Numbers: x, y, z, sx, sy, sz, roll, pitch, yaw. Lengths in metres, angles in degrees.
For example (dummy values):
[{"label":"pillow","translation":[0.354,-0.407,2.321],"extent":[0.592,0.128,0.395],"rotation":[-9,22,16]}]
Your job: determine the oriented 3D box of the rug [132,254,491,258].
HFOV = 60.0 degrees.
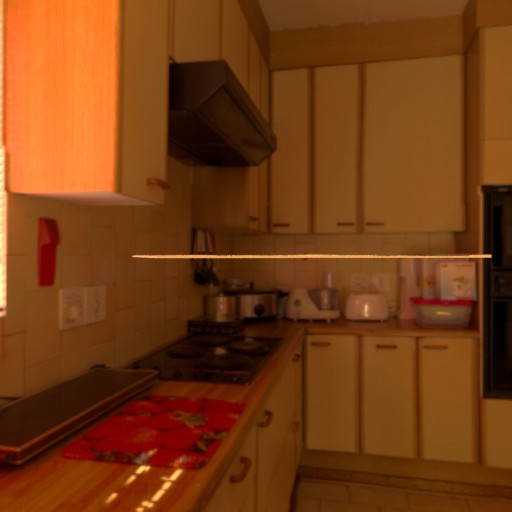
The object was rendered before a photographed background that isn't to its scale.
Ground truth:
[{"label":"rug","translation":[0.000,0.000,2.978],"extent":[1.521,0.015,2.436],"rotation":[0,0,-18]}]
